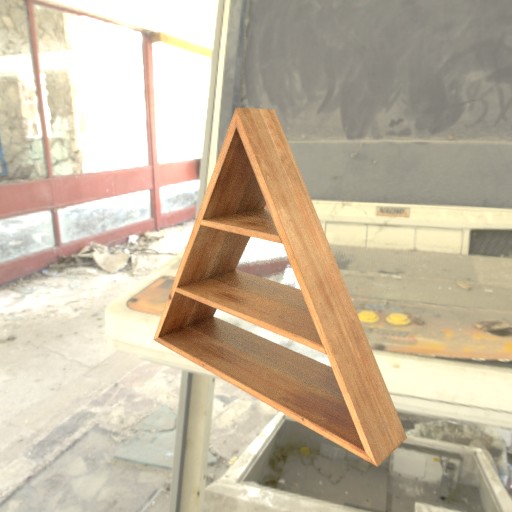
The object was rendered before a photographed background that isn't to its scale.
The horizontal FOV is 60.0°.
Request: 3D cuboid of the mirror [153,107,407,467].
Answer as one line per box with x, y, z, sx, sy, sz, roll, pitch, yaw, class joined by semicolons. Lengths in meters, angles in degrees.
0.000;0.000;0.867;0.631;0.548;0.100;15;22;42;mirror
